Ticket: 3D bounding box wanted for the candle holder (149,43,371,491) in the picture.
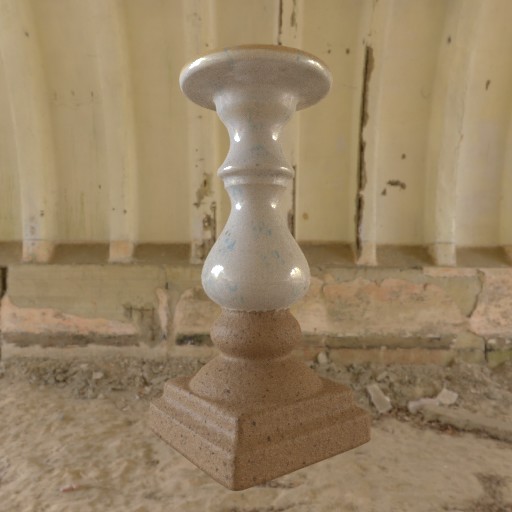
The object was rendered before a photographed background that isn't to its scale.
[{"bbox_3d":[0.000,0.000,0.298,0.110,0.239,0.110,0,0,-37],"label":"candle holder"}]
